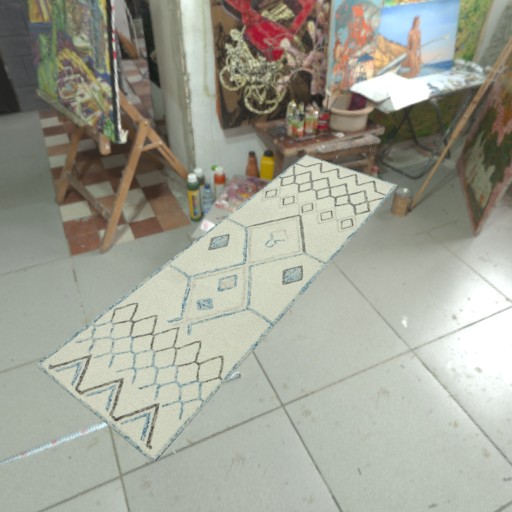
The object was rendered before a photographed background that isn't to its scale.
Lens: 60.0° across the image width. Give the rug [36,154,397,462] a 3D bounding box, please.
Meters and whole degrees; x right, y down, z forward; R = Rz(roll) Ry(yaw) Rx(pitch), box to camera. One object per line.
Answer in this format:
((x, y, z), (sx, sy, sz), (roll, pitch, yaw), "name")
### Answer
((0.000, 0.000, 2.629), (0.770, 0.013, 2.434), (25, 48, 26), "rug")
